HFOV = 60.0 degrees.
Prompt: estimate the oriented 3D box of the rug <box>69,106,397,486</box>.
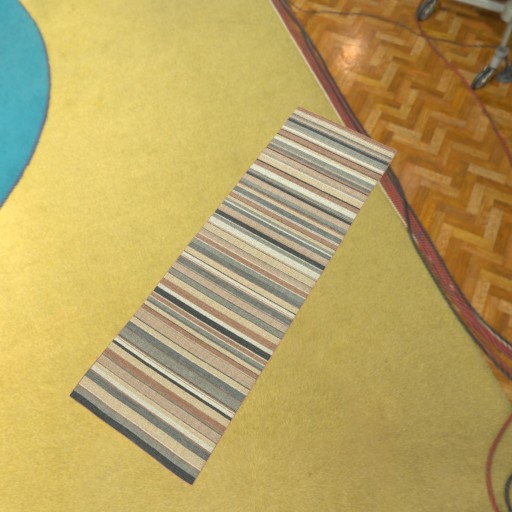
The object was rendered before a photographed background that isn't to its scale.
[{"bbox_3d":[0.000,0.000,2.694,0.799,0.010,2.444,29,66,14],"label":"rug"}]
